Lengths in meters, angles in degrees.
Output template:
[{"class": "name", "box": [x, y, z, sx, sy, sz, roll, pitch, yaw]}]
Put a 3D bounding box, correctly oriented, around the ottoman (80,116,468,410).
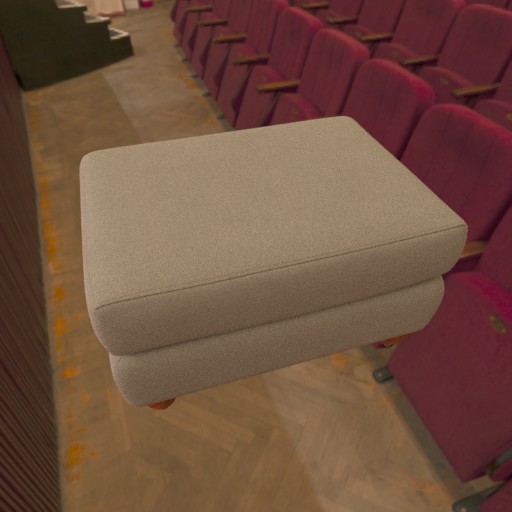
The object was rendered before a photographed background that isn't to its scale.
[{"class": "ottoman", "box": [0.000, 0.000, 1.133, 0.773, 0.499, 0.569, -12, 43, -13]}]
